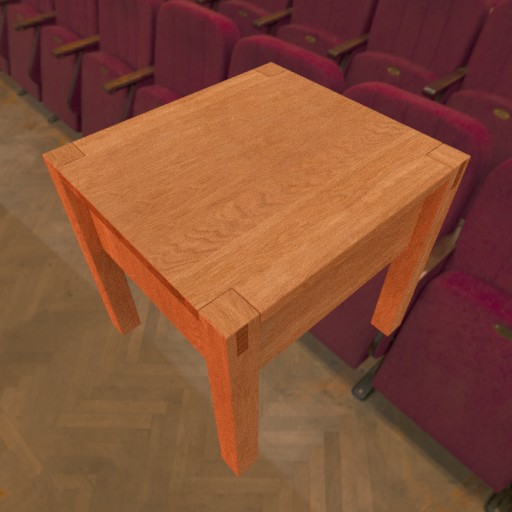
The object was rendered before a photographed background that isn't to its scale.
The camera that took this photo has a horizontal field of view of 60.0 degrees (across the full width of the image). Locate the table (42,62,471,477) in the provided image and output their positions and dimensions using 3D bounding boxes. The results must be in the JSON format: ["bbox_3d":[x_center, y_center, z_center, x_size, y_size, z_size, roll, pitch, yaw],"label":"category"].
[{"bbox_3d":[0.000,0.000,0.835,0.480,0.450,0.440,-34,56,-27],"label":"table"}]
